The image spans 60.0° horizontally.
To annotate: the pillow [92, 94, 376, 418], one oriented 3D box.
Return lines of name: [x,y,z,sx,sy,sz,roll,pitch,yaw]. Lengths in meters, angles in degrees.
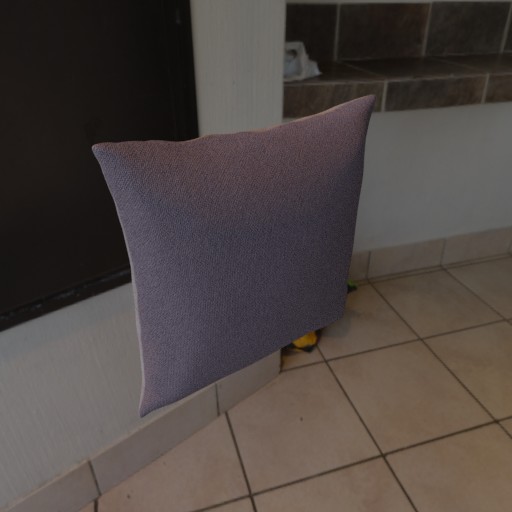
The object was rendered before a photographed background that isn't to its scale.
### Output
pillow: [0.000,0.000,0.697,0.452,0.439,0.204,-20,36,-30]
